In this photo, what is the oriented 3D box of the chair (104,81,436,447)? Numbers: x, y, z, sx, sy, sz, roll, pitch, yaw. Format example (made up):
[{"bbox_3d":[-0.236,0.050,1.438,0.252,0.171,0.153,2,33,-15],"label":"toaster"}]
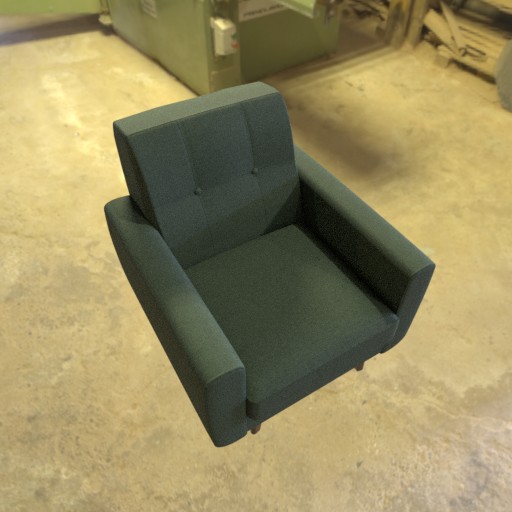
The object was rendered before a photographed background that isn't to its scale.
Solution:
[{"bbox_3d":[0.000,0.000,1.586,0.831,0.841,0.909,-24,51,-21],"label":"chair"}]
